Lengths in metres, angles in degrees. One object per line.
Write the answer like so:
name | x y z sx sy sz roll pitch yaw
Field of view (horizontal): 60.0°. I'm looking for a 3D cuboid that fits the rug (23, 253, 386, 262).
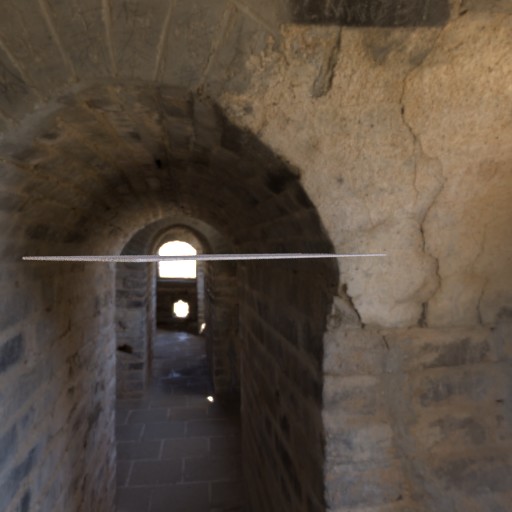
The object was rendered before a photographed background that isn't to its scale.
rug | 0.000 0.000 2.719 0.775 0.012 2.452 1 1 36
